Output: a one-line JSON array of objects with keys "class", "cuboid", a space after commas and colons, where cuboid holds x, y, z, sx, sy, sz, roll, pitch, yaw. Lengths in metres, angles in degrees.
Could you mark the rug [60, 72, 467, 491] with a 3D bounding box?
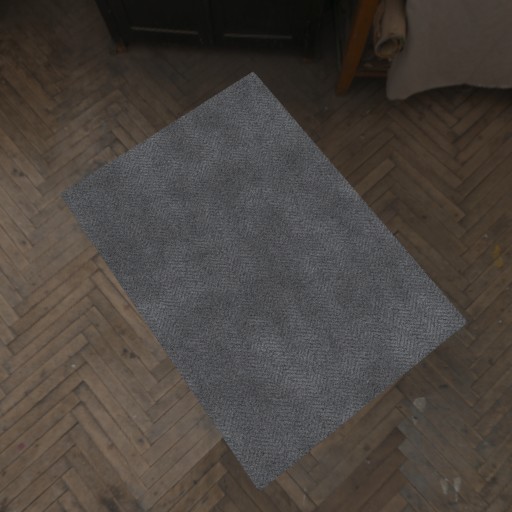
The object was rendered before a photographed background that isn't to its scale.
[{"class": "rug", "cuboid": [0.000, 0.000, 2.846, 1.600, 0.008, 2.235, -35, 78, -9]}]
